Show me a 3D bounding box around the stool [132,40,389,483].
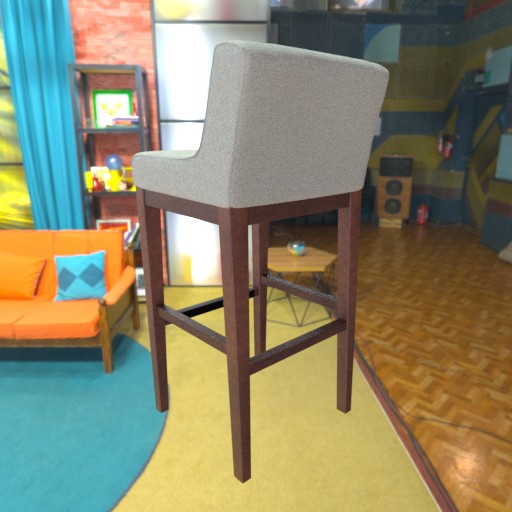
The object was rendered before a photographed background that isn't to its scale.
[{"bbox_3d":[0.000,0.000,1.279,0.511,1.037,0.500,-14,21,-41],"label":"stool"}]
